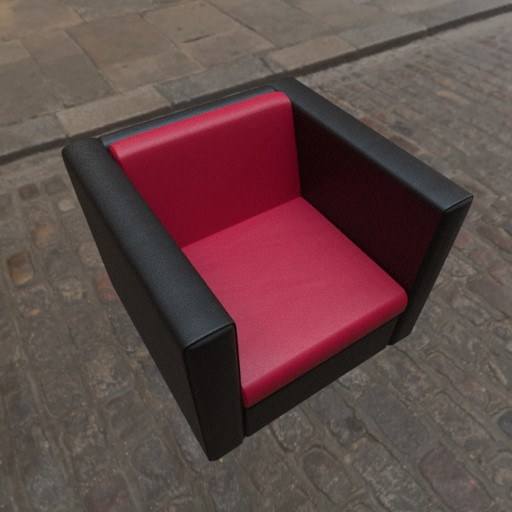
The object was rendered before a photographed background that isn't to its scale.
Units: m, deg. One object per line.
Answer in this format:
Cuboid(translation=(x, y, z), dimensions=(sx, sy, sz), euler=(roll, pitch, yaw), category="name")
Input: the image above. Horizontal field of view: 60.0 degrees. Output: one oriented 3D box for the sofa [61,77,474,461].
Cuboid(translation=(0.000, 0.000, 1.449), dimensions=(0.839, 0.724, 0.809), euler=(-25, 52, -22), category="sofa")
